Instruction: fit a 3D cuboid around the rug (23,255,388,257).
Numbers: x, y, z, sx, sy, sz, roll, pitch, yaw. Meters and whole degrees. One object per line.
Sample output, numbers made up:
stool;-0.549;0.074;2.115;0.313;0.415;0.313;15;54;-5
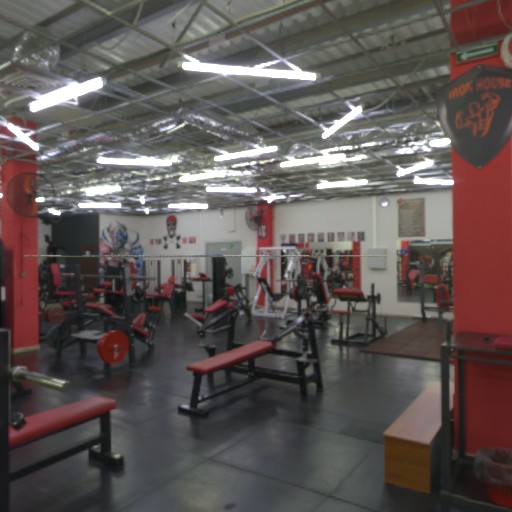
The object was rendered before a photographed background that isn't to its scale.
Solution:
rug;0.000;0.000;2.712;0.774;0.008;2.437;0;0;37
